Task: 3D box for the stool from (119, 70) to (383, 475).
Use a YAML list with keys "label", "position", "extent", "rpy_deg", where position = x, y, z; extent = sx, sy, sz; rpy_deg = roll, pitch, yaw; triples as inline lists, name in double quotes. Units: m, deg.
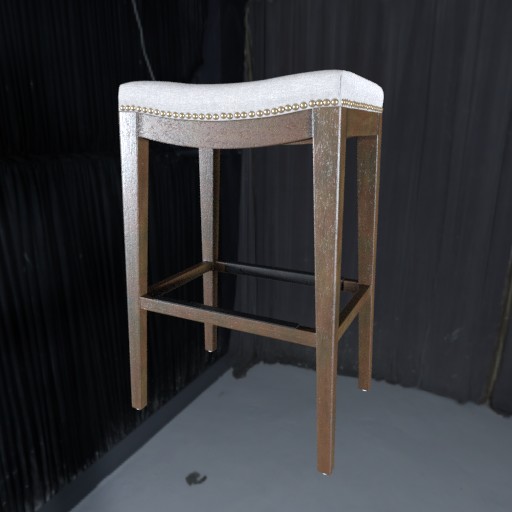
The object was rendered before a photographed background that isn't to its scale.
- label: "stool"
  position: [0.000, 0.000, 1.037]
  extent: [0.508, 0.762, 0.356]
  rpy_deg: [8, 18, 26]
